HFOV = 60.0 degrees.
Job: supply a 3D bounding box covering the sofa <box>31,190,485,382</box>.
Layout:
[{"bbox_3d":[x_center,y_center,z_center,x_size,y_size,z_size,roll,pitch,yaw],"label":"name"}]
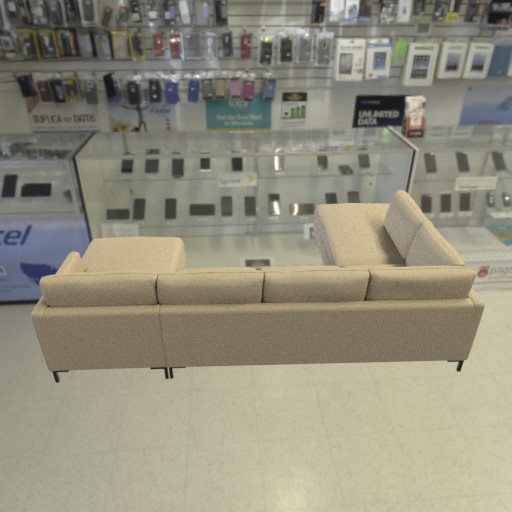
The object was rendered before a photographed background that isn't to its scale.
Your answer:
[{"bbox_3d":[0.000,0.000,3.488,2.737,0.756,1.879,-1,31,-2],"label":"sofa"}]
